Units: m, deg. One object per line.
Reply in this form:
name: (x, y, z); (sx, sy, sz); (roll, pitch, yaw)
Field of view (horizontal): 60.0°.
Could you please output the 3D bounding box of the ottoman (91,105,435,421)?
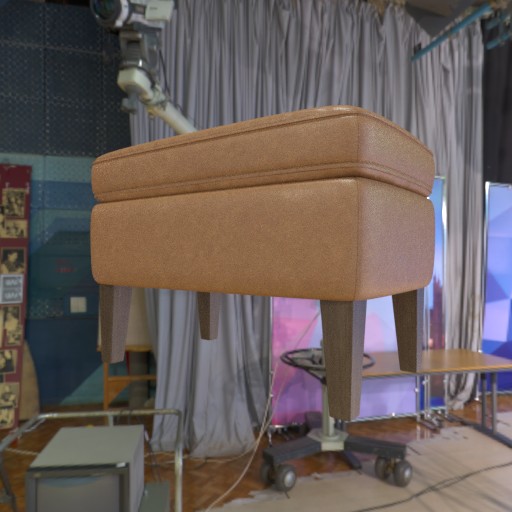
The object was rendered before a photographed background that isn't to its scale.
ottoman: (0.000, 0.000, 0.953); (0.670, 0.480, 0.420); (0, 1, 36)
